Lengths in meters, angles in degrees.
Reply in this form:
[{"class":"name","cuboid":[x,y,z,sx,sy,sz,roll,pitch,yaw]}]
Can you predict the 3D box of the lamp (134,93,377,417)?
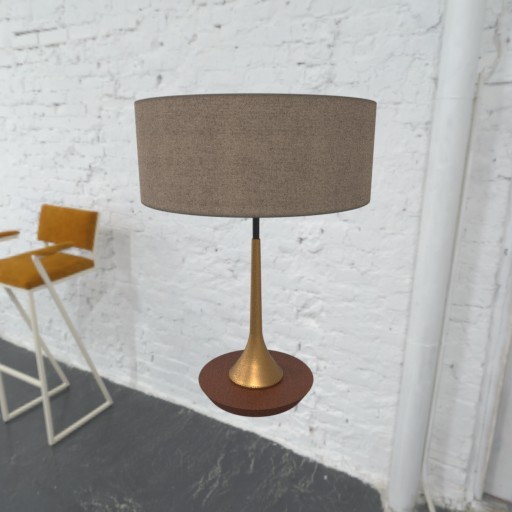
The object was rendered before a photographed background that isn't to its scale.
[{"class":"lamp","cuboid":[0.000,0.000,0.820,0.396,0.551,0.417,2,15,8]}]
